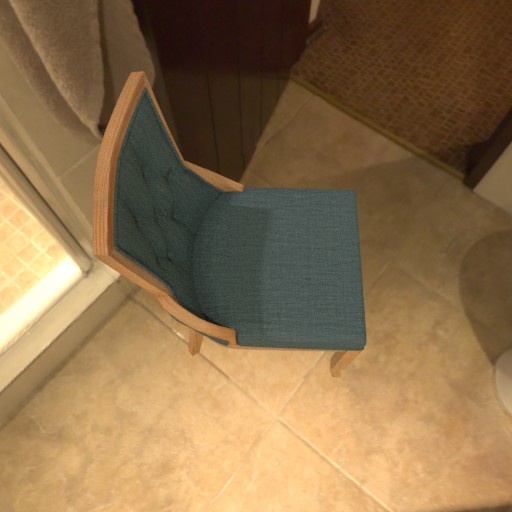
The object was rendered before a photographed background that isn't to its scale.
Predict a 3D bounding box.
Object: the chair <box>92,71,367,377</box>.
[{"bbox_3d":[0.000,0.000,1.321,0.641,0.947,0.524,2,65,1],"label":"chair"}]
